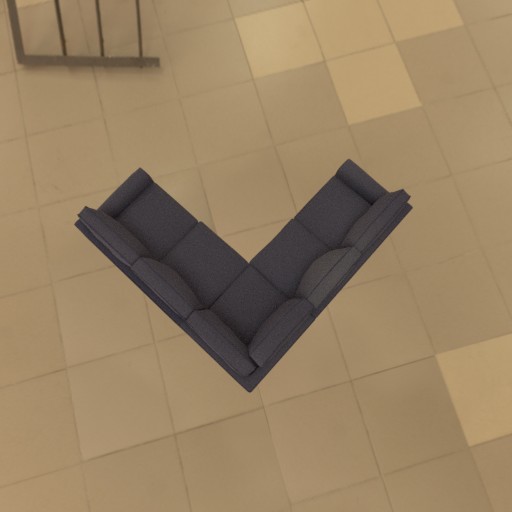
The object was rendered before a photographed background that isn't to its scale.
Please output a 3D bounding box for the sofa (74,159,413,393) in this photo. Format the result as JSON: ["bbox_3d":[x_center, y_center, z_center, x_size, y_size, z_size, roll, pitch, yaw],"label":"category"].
[{"bbox_3d":[0.000,0.000,5.177,3.773,1.169,2.874,-16,76,-4],"label":"sofa"}]
